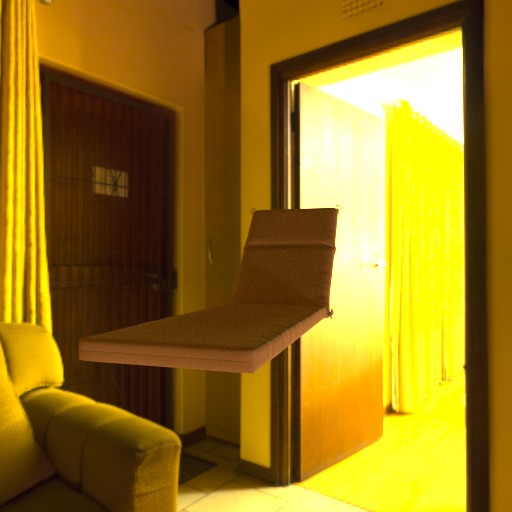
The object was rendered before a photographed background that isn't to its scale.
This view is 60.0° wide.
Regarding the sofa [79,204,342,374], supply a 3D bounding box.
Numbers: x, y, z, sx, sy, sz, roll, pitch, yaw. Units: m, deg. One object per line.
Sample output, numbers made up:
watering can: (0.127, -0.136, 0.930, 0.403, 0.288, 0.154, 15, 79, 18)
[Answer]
sofa: (0.000, 0.000, 1.934, 0.582, 0.622, 1.663, 0, -1, 17)
